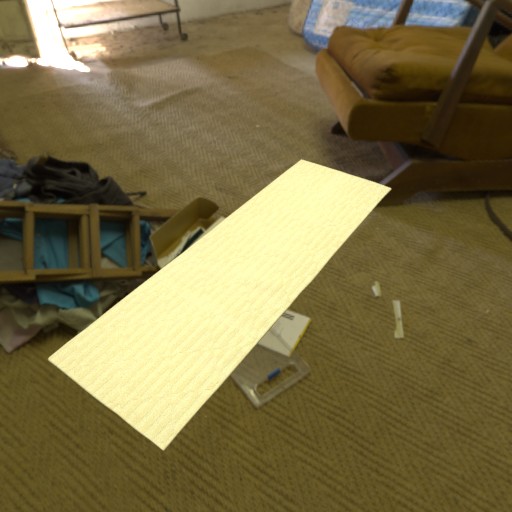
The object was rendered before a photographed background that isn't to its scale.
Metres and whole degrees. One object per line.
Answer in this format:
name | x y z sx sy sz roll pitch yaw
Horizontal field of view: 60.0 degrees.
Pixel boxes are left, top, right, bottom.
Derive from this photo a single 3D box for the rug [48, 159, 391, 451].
rug | 0.000 0.000 2.748 0.793 0.014 2.450 25 47 26
